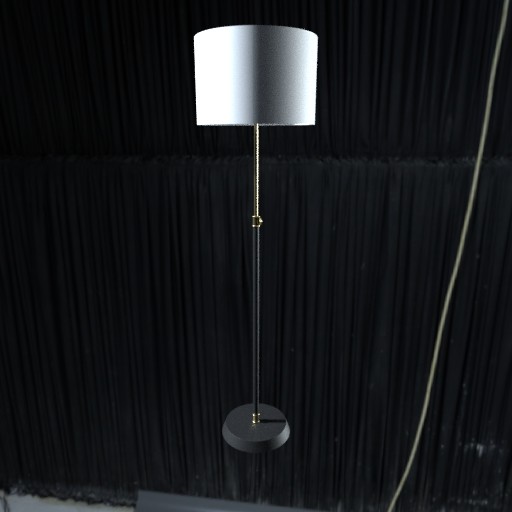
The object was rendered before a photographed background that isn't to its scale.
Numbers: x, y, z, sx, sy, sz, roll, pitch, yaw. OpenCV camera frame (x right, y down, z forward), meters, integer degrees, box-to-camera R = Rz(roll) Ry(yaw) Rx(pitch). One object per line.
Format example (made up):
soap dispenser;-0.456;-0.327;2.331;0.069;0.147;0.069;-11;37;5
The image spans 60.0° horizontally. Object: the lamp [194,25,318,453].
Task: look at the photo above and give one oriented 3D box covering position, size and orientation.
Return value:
lamp;0.000;0.000;1.663;0.404;1.517;0.404;2;16;8
